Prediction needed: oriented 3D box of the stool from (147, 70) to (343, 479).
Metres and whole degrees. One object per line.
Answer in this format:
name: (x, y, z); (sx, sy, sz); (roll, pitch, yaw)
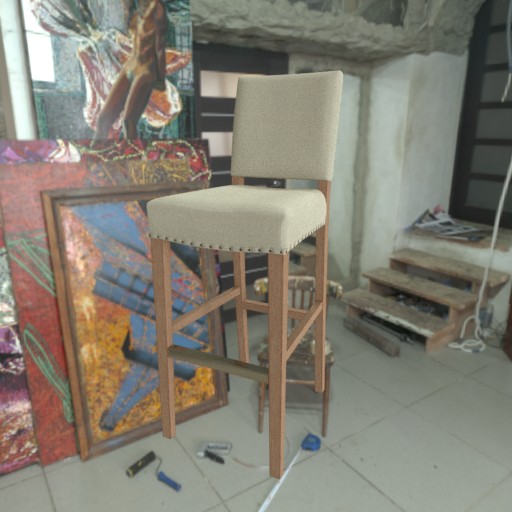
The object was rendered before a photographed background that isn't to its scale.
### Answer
stool: (0.000, 0.000, 1.429); (0.428, 1.143, 0.546); (8, 17, 26)
